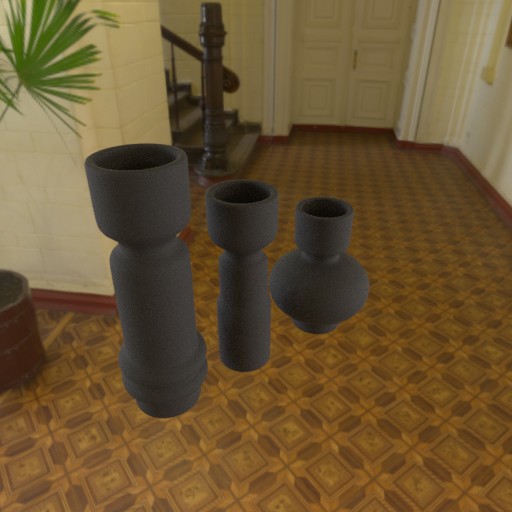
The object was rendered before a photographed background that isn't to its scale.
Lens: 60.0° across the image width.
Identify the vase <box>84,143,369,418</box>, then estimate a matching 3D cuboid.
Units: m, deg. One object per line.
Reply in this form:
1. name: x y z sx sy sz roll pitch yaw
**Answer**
1. vase: 0.000 0.000 0.451 0.307 0.249 0.120 -20 35 -31
